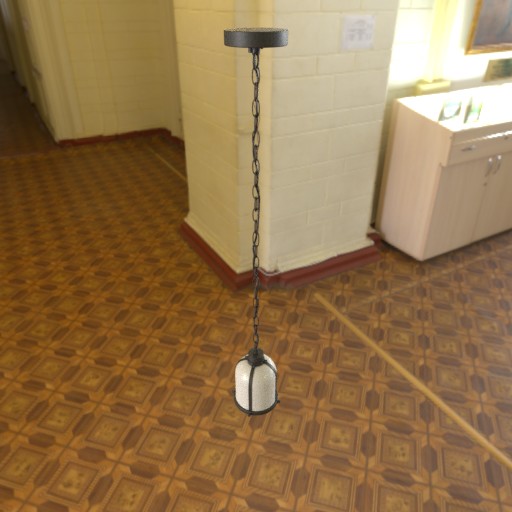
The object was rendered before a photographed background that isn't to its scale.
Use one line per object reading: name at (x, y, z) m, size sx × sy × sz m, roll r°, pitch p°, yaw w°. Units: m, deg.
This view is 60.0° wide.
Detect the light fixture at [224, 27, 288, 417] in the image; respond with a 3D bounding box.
light fixture at (0.000, 0.000, 1.296) m, size 0.178 × 1.181 × 0.178 m, roll 8°, pitch 31°, yaw 14°
